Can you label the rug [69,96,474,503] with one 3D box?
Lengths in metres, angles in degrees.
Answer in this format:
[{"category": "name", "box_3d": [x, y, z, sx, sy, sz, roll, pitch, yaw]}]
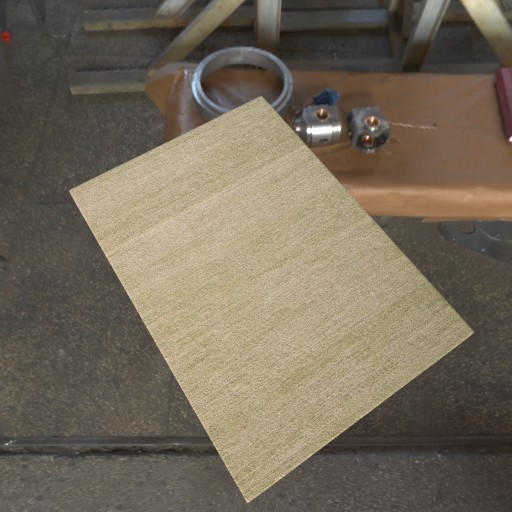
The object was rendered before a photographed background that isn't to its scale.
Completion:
[{"category": "rug", "box_3d": [0.000, 0.000, 4.933, 2.782, 0.025, 3.935, -31, 68, -14]}]
